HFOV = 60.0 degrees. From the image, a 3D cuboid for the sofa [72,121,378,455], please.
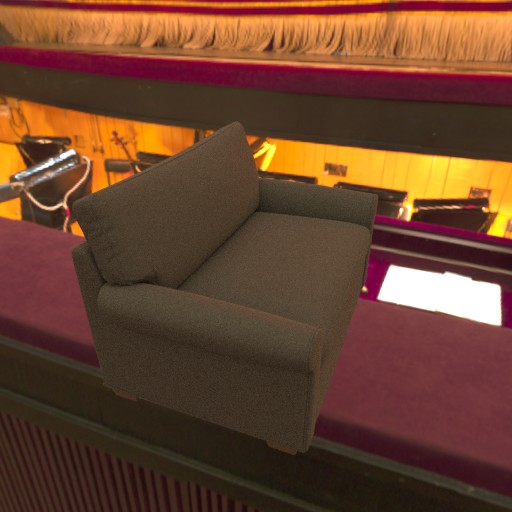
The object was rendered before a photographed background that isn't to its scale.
[{"bbox_3d":[0.000,0.000,2.092,0.940,0.953,1.410,11,31,19],"label":"sofa"}]
